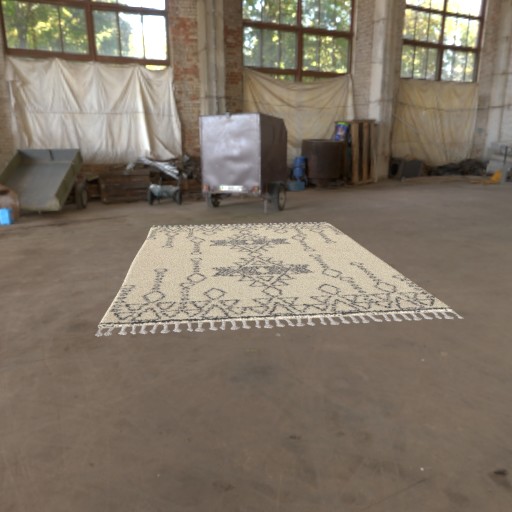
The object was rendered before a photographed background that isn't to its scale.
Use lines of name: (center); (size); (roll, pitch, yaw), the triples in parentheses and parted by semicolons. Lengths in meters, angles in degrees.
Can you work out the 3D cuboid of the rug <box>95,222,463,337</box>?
rug: (0.000, 0.000, 3.942); (2.125, 0.028, 3.027); (-2, 15, -7)
